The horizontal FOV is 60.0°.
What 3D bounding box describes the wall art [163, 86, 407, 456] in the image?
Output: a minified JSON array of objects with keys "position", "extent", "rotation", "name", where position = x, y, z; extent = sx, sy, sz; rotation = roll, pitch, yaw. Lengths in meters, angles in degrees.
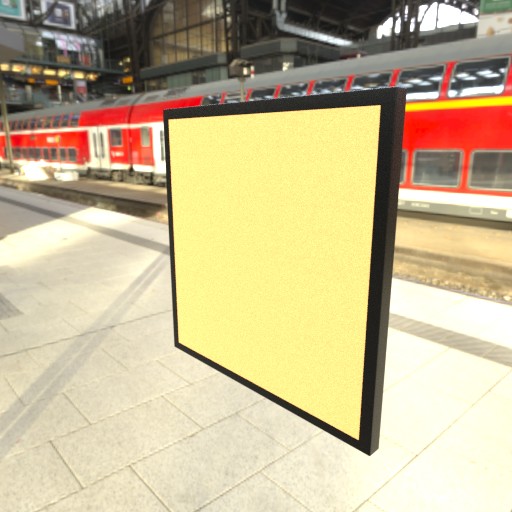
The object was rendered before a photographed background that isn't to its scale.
[{"position":[0.000,0.000,1.150],"extent":[0.038,0.761,0.755],"rotation":[-13,19,-42],"name":"wall art"}]
